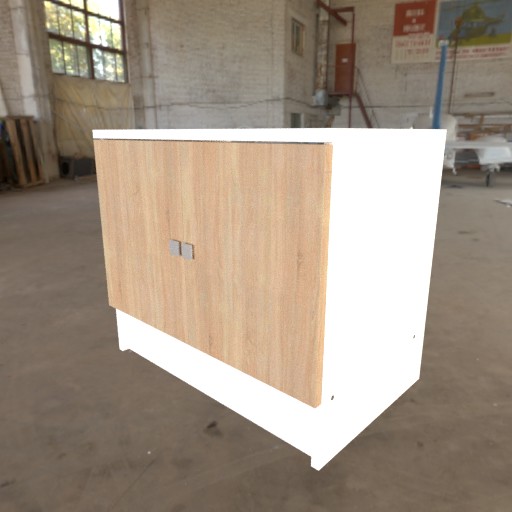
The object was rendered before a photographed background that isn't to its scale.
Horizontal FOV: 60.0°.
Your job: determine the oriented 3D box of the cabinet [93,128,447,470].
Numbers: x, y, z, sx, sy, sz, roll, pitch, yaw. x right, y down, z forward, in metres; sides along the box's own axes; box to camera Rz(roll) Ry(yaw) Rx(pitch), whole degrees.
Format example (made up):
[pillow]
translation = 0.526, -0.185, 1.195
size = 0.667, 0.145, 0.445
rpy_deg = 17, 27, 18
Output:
[cabinet]
translation = 0.000, 0.000, 0.953
size = 0.600, 0.522, 0.400
rpy_deg = 14, 21, 41
